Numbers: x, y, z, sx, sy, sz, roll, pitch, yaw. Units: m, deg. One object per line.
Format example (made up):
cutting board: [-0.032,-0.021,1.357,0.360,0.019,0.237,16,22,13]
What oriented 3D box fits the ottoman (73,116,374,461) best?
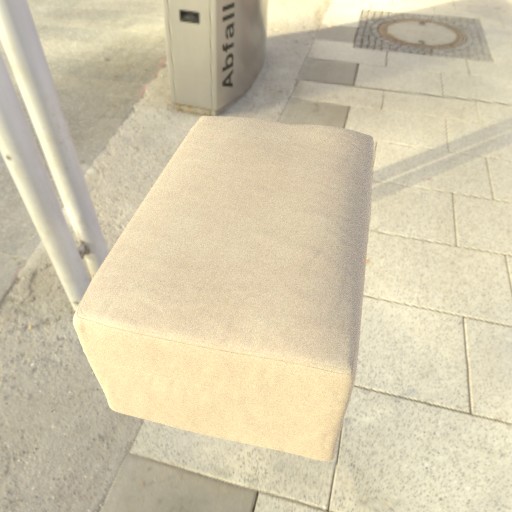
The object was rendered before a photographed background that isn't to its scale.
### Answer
ottoman: [0.000,0.000,1.219,0.590,0.444,0.872,9,46,9]
